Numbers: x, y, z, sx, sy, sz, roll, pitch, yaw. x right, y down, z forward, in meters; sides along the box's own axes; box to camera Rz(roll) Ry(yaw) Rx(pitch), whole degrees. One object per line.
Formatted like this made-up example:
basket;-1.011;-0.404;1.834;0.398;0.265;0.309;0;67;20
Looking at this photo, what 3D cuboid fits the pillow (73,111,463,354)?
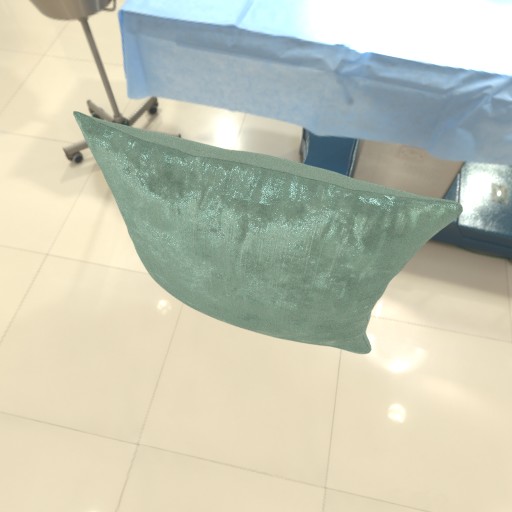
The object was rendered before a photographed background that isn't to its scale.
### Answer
pillow;0.000;0.000;0.702;0.470;0.464;0.175;16;60;10
